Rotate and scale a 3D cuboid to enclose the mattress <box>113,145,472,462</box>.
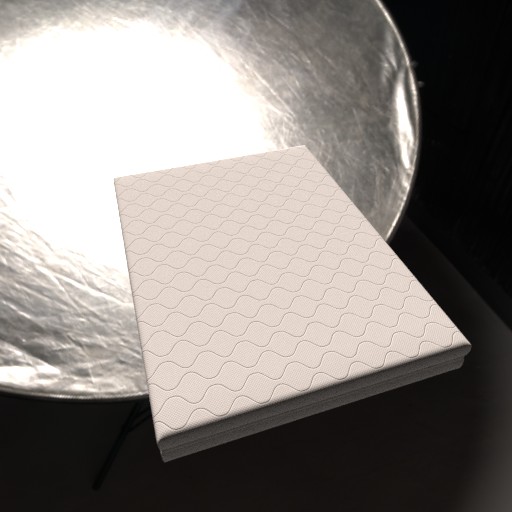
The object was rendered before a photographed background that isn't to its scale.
[{"bbox_3d":[0.000,0.000,2.520,1.400,0.200,1.900,-13,44,-13],"label":"mattress"}]
